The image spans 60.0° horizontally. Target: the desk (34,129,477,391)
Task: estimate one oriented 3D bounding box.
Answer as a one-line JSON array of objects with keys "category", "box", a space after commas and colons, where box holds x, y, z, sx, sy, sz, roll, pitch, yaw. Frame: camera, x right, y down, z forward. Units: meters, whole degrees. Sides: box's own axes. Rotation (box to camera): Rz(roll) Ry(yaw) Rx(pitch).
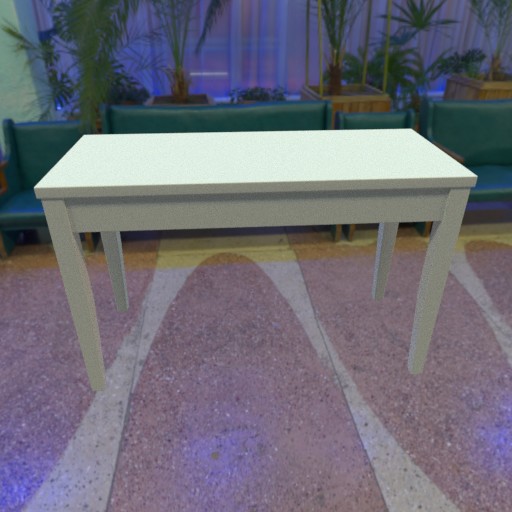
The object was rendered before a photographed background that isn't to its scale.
[{"category": "desk", "box": [0.000, 0.000, 1.627, 1.220, 0.775, 0.508, -2, 31, -3]}]
